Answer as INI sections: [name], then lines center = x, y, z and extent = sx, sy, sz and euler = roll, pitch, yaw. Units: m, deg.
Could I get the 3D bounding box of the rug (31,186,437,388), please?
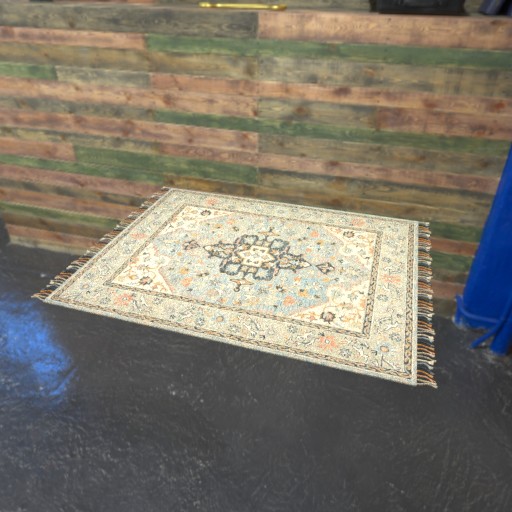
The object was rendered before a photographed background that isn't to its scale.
[rug]
center = 0.000, 0.000, 2.279
extent = 1.730, 0.009, 1.278
euler = 10, 34, 15
